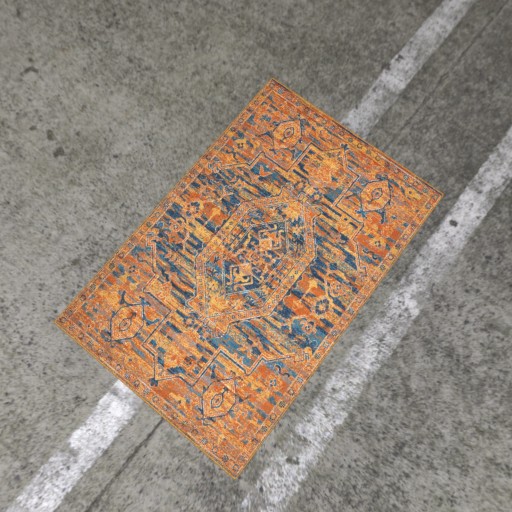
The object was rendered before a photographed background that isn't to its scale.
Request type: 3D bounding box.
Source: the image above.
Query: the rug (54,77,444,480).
[{"bbox_3d":[0.000,0.000,2.255,1.148,0.013,1.758,37,79,9],"label":"rug"}]
